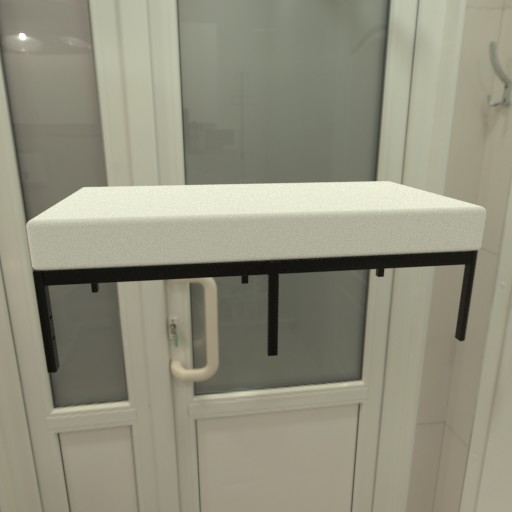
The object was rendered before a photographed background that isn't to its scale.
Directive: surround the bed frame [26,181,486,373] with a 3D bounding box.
[{"bbox_3d":[0.000,0.000,2.404,1.950,0.659,1.023,-3,17,-9],"label":"bed frame"}]
